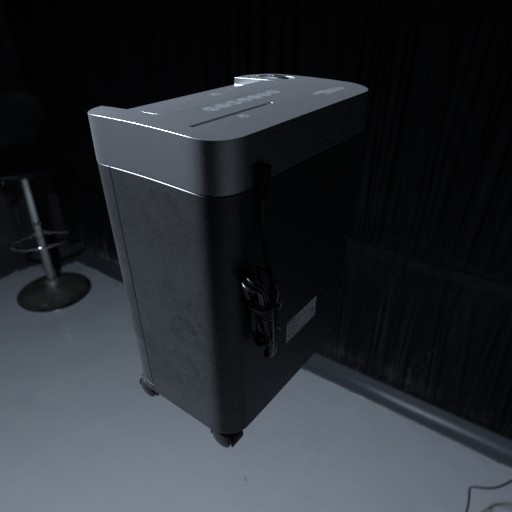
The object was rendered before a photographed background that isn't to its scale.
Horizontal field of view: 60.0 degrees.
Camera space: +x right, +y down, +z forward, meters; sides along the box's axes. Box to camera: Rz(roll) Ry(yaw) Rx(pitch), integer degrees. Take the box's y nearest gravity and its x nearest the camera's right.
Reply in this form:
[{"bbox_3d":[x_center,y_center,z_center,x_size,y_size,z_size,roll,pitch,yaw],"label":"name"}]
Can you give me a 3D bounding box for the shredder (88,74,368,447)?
[{"bbox_3d":[0.000,0.000,0.604,0.237,0.419,0.311,21,37,31],"label":"shredder"}]
